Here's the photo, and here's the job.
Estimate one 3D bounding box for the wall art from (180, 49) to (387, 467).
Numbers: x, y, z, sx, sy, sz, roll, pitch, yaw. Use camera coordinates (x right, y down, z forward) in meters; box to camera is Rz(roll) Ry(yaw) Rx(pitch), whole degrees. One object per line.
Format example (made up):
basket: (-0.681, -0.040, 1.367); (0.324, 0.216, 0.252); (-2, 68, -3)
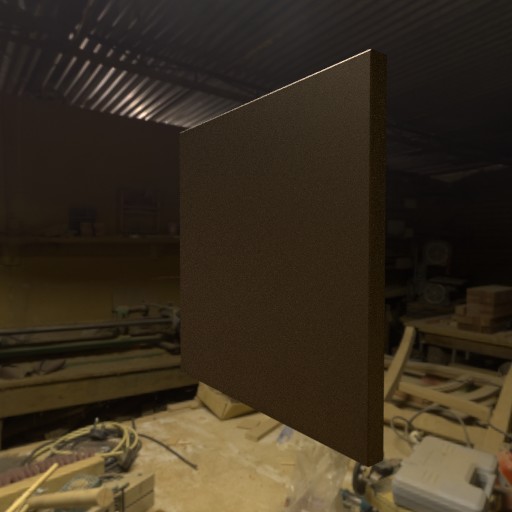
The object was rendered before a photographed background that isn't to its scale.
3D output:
wall art: (0.000, 0.000, 0.746); (0.030, 0.506, 0.503); (-1, 2, -36)
